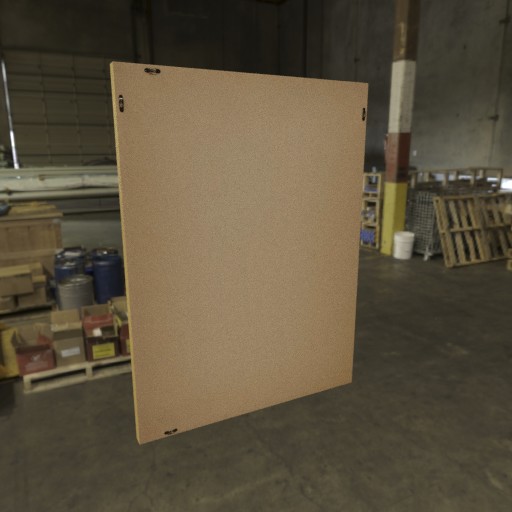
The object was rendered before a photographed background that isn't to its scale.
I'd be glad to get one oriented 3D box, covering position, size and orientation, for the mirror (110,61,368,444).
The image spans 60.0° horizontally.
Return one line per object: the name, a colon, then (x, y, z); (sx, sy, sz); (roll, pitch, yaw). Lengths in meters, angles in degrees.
mirror: (0.000, 0.000, 1.327); (0.762, 1.016, 0.040); (-7, 15, -26)
